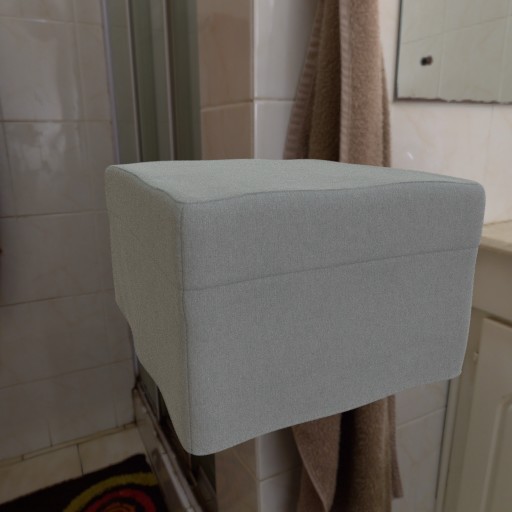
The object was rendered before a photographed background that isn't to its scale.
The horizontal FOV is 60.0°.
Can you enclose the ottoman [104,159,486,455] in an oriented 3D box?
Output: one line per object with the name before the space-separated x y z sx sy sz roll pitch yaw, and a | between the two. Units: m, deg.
ottoman | 0.000 0.000 1.157 0.648 0.461 0.833 -7 17 -24
